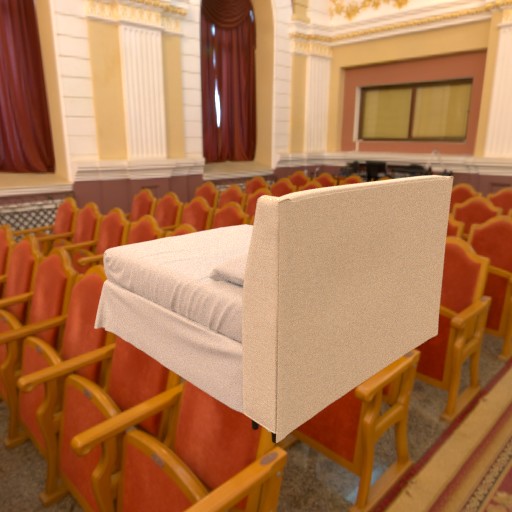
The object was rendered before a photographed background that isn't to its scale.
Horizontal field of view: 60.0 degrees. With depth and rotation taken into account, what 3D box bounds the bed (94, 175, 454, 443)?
[{"bbox_3d":[0.000,0.000,3.573,1.925,1.332,2.276,-14,20,-42],"label":"bed"}]
